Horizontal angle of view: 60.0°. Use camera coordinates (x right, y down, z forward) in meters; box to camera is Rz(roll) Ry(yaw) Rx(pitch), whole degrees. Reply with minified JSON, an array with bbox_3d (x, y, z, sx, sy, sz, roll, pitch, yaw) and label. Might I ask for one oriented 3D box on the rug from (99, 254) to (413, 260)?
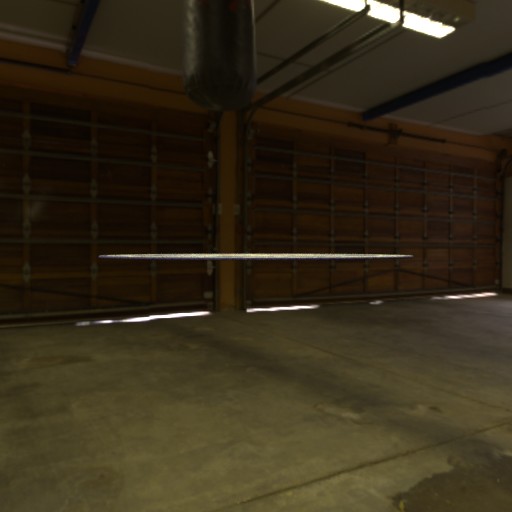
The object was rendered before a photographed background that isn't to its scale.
[{"bbox_3d":[0.000,0.000,2.374,1.591,0.010,1.591,0,1,0],"label":"rug"}]
